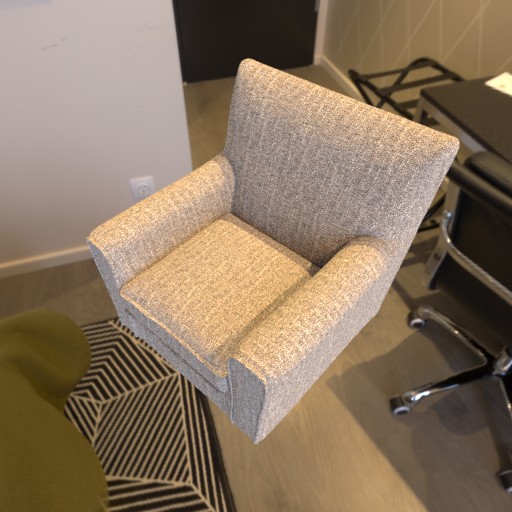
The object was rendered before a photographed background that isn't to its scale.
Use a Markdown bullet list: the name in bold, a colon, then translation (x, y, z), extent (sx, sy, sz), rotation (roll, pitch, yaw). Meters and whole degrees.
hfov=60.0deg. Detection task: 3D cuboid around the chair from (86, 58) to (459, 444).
- **chair**: translation (0.000, 0.000, 1.614), extent (0.864, 0.928, 0.873), rotation (33, 55, 27)
